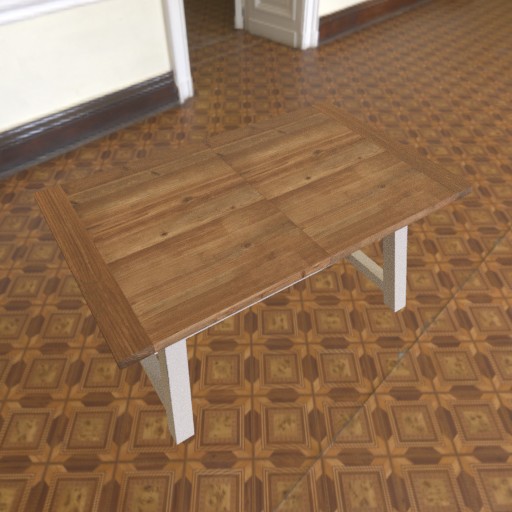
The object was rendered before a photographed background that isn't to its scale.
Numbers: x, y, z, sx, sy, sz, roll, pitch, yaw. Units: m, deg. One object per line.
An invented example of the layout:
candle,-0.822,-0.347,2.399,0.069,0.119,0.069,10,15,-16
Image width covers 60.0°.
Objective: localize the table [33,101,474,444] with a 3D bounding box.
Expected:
table,0.000,0.000,2.028,1.503,0.743,0.922,-25,49,-23
